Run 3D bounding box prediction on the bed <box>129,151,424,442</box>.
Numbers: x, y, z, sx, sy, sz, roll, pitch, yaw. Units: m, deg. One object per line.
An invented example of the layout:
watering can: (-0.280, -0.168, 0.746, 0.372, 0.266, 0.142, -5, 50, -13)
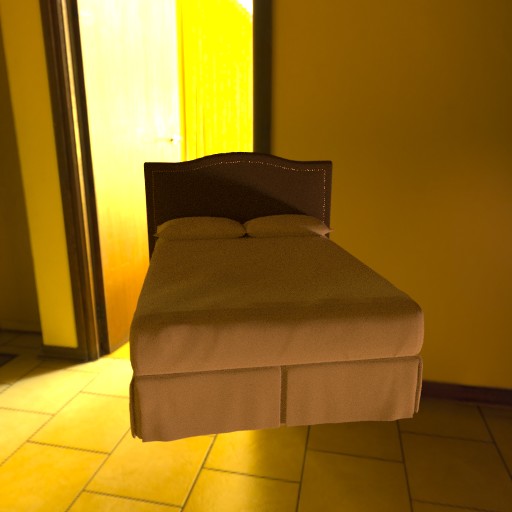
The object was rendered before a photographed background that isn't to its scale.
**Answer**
bed: (0.000, 0.000, 3.127, 1.666, 1.387, 2.036, -2, 15, -8)
